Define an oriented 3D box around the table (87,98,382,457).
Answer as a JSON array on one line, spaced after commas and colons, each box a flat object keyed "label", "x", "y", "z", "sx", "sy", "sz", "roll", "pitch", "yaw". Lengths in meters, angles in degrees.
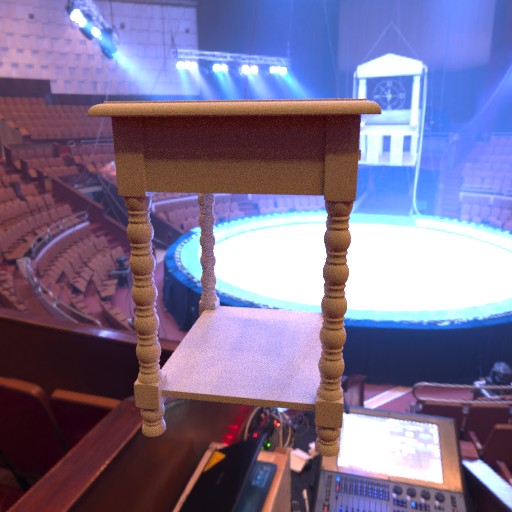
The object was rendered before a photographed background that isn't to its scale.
[{"label": "table", "x": 0.000, "y": 0.000, "z": 0.844, "sx": 0.381, "sy": 0.531, "sz": 0.460, "roll": 2, "pitch": 15, "yaw": 9}]
